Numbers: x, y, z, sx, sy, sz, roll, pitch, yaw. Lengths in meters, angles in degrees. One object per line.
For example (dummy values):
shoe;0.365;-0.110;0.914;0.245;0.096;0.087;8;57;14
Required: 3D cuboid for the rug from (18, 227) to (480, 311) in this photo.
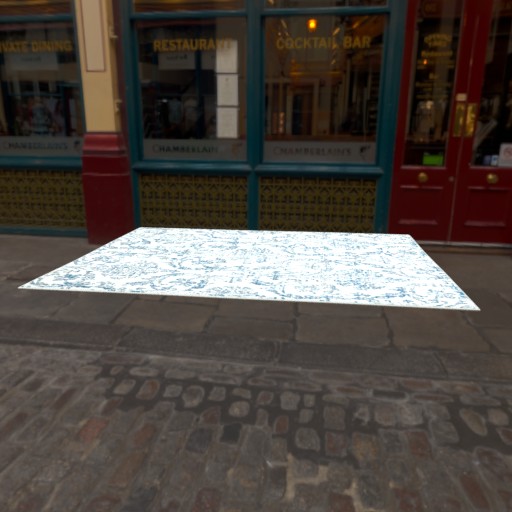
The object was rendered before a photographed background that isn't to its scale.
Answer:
rug;0.000;0.000;2.839;2.197;0.014;1.586;2;15;8
